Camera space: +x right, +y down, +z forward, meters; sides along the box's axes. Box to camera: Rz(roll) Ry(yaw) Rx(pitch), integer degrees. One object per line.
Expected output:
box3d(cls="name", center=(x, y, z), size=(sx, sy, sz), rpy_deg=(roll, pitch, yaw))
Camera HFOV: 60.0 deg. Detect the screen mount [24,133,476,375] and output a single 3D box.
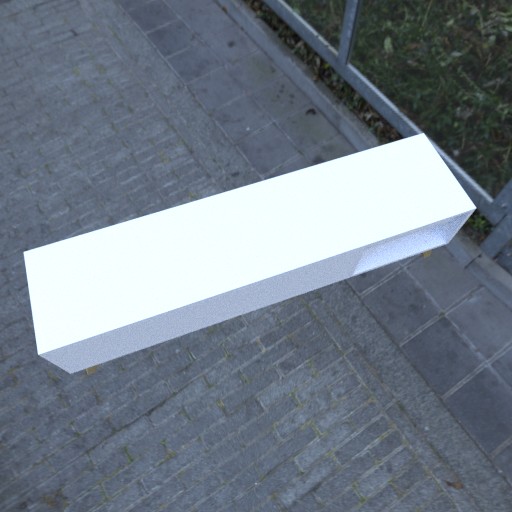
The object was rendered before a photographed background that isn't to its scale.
box3d(cls="screen mount", center=(0.000, 0.000, 1.838), size=(1.644, 0.432, 0.399), rpy_deg=(-18, 64, -9))
